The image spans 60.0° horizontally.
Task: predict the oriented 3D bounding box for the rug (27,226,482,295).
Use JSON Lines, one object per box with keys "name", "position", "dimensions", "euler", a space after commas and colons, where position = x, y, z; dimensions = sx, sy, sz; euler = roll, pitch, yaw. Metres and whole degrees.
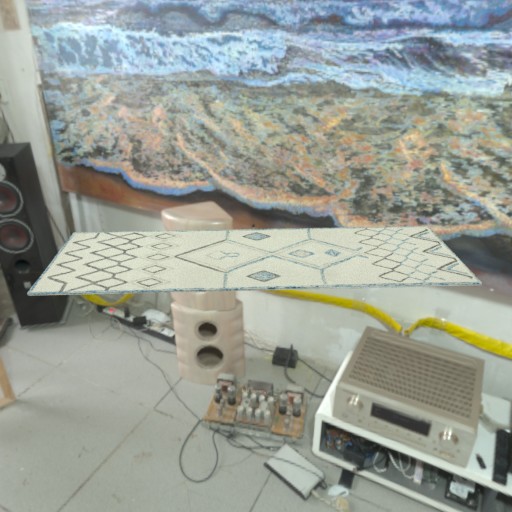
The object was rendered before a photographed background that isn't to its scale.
{"name": "rug", "position": [0.000, 0.000, 2.704], "dimensions": [2.434, 0.013, 0.770], "euler": [-1, 28, -2]}
